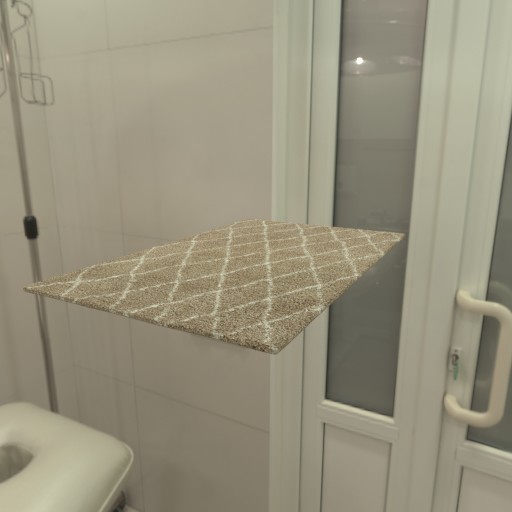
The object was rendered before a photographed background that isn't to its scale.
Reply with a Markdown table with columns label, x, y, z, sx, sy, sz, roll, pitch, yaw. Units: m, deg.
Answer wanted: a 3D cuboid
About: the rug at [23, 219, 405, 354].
| label | x | y | z | sx | sy | sz | roll | pitch | yaw |
| --- | --- | --- | --- | --- | --- | --- | --- | --- | --- |
| rug | 0.000 | 0.000 | 3.046 | 1.524 | 0.030 | 2.438 | 8 | 17 | 28 |
